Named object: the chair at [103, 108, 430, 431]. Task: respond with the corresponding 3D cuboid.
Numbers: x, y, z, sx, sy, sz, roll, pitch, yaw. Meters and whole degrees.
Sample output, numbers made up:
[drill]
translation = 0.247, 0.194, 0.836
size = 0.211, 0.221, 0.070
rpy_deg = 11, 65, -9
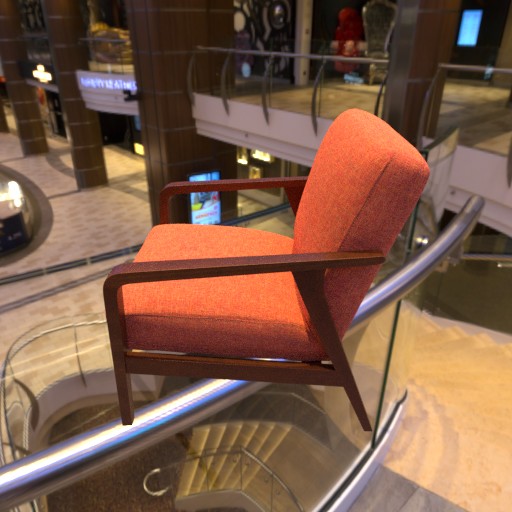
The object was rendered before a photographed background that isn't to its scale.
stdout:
[chair]
translation = 0.000, 0.000, 1.490
size = 0.860, 0.890, 0.719
rpy_deg = 1, 28, 1
